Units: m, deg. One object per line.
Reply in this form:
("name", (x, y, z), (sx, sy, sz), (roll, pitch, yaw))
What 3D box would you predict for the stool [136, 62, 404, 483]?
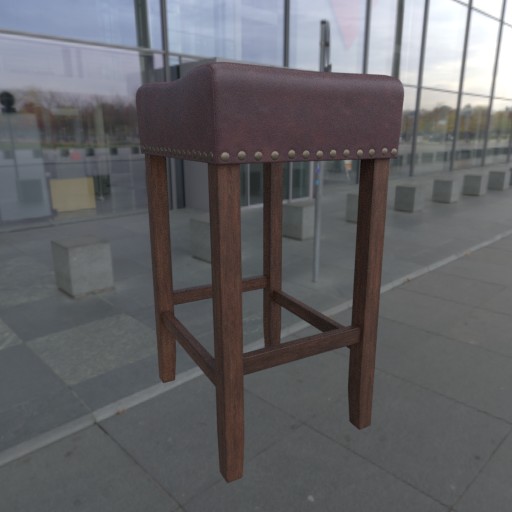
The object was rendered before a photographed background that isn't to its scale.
("stool", (0.000, 0.000, 1.034), (0.401, 0.769, 0.465), (-8, 18, -28))
